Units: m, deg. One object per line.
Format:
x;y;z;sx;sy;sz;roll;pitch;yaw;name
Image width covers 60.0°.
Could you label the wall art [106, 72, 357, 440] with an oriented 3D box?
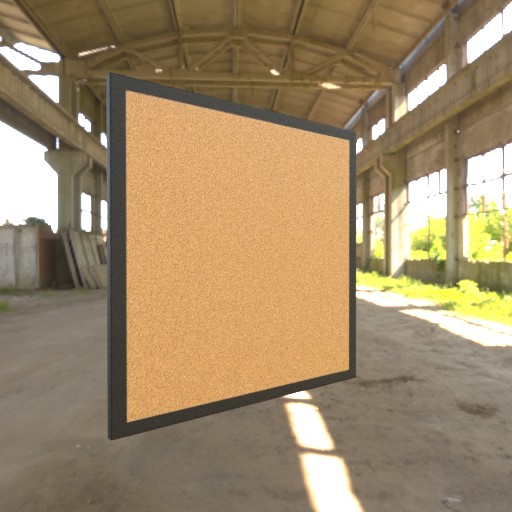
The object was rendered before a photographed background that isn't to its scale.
0.000;0.000;0.994;0.663;0.659;0.016;0;1;-37;wall art
